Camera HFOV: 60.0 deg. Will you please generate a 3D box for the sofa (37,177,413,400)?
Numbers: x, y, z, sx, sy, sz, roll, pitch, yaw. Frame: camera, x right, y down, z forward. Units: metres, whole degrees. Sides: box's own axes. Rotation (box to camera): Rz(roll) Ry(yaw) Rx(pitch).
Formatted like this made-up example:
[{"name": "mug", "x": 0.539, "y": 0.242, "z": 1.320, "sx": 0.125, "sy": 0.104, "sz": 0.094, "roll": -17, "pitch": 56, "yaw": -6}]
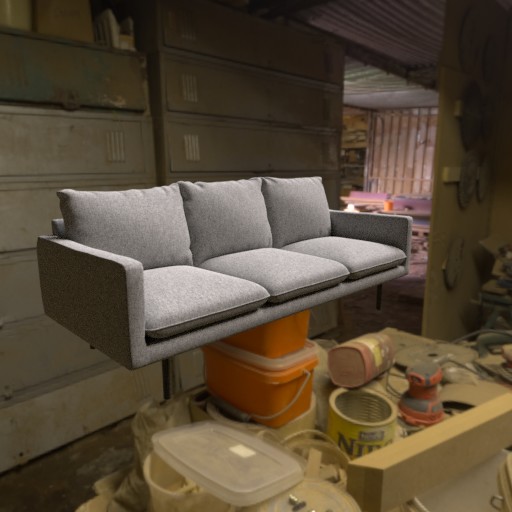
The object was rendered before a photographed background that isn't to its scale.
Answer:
[{"name": "sofa", "x": 0.000, "y": 0.000, "z": 2.440, "sx": 2.000, "sy": 0.830, "sz": 0.850, "roll": -11, "pitch": 16, "yaw": -43}]
